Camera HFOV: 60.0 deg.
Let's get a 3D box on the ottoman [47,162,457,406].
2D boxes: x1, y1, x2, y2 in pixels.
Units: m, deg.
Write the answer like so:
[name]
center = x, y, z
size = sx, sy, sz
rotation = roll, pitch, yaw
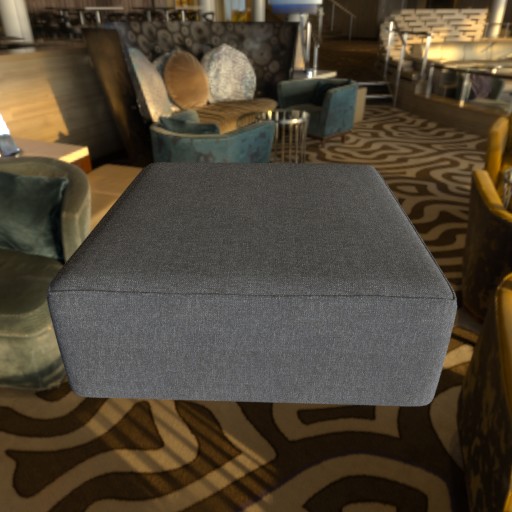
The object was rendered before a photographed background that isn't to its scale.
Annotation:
[ottoman]
center = 0.000, 0.000, 1.535
size = 1.000, 0.439, 1.000
rotation = 1, 29, 2
